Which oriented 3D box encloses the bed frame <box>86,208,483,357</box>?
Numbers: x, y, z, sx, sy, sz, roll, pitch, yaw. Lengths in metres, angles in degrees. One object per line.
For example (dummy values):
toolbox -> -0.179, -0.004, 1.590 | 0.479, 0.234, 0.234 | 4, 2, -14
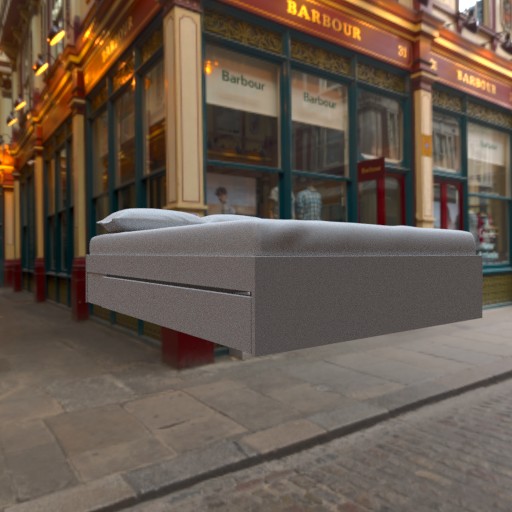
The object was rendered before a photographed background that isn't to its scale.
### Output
bed frame -> 0.000, 0.000, 2.625 | 1.450, 0.629, 1.950 | 0, 0, -36
